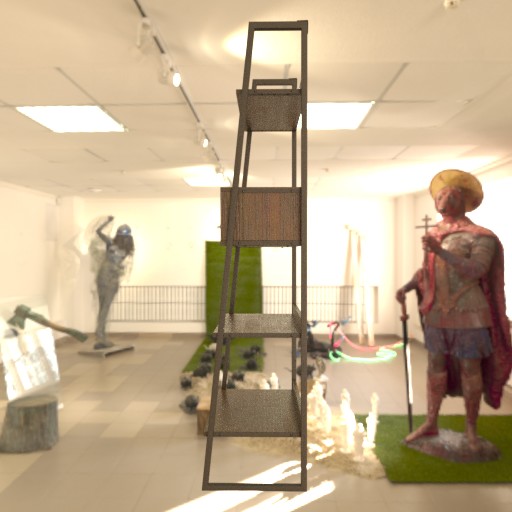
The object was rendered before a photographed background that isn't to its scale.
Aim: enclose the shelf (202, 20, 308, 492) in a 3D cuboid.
[{"bbox_3d":[0.000,0.000,2.210,0.454,2.005,0.652,0,1,1],"label":"shelf"}]
